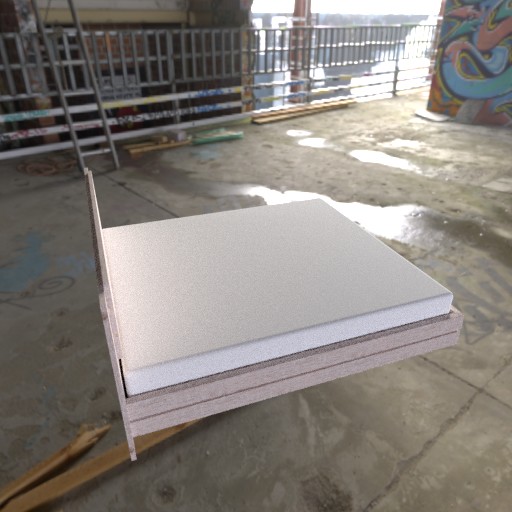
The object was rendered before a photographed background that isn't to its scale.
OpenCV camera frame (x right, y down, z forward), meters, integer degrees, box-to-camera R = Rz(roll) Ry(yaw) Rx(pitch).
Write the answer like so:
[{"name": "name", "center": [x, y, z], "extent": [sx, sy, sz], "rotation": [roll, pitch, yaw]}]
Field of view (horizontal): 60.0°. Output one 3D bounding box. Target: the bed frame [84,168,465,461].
[{"name": "bed frame", "center": [0.000, 0.000, 3.136], "extent": [2.080, 0.970, 1.950], "rotation": [-10, 30, -18]}]
